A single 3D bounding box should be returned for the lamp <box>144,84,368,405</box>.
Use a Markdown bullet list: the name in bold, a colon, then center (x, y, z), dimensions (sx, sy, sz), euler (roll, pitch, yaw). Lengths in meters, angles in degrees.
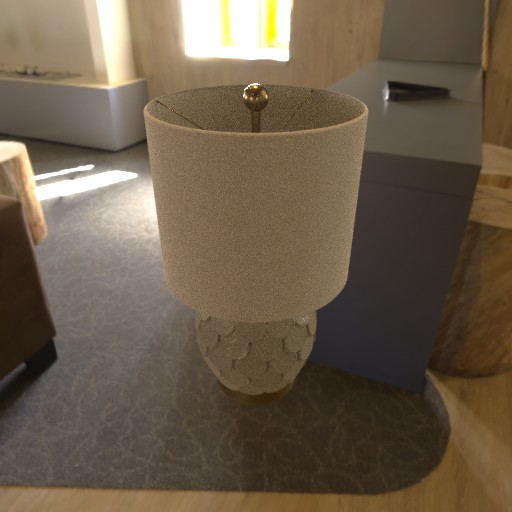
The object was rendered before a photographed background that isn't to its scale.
- **lamp**: center (0.000, 0.000, 0.616), dimensions (0.254, 0.452, 0.254), euler (0, 31, 0)
